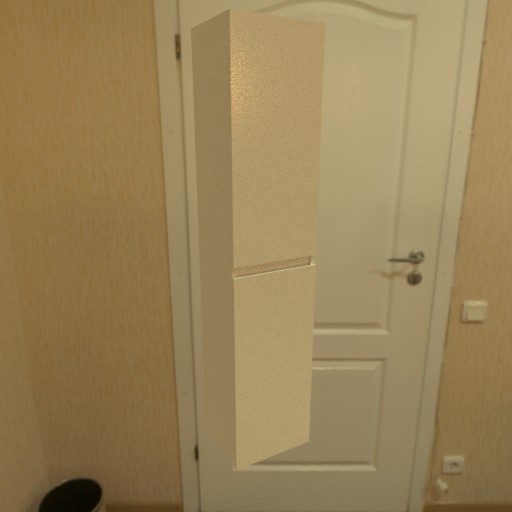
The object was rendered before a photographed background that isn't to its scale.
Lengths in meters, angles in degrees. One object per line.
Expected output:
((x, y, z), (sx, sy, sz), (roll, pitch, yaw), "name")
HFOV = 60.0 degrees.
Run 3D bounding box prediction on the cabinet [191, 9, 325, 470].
((0.000, 0.000, 1.488), (0.300, 1.400, 0.269), (-9, 18, -28), "cabinet")
